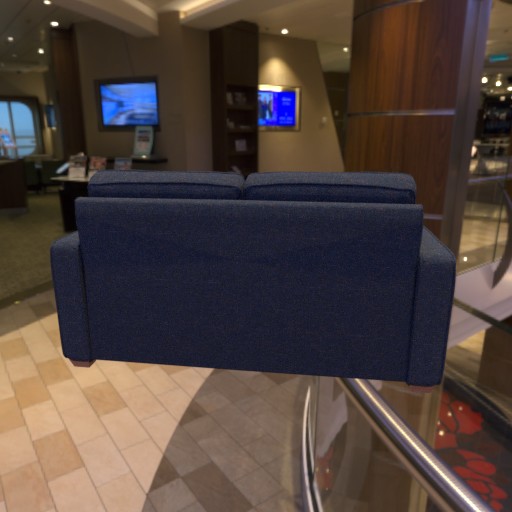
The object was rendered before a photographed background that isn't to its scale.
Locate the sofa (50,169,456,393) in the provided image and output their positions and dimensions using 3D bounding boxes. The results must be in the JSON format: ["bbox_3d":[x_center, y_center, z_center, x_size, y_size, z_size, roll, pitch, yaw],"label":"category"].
[{"bbox_3d":[0.000,0.000,2.277,1.709,0.918,0.947,2,16,8],"label":"sofa"}]
